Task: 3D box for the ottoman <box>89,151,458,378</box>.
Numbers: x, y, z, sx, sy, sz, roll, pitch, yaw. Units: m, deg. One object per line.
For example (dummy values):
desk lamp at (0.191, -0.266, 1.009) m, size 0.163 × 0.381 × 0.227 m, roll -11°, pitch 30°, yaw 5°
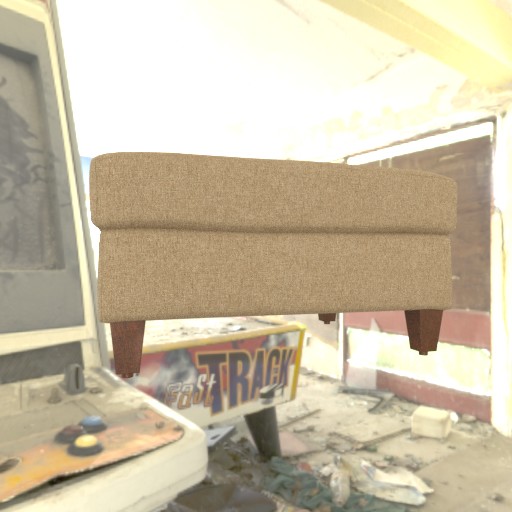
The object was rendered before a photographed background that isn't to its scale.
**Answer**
ottoman at (0.000, 0.000, 1.306) m, size 0.889 × 0.511 × 0.692 m, roll 0°, pitch 0°, yaw -17°
